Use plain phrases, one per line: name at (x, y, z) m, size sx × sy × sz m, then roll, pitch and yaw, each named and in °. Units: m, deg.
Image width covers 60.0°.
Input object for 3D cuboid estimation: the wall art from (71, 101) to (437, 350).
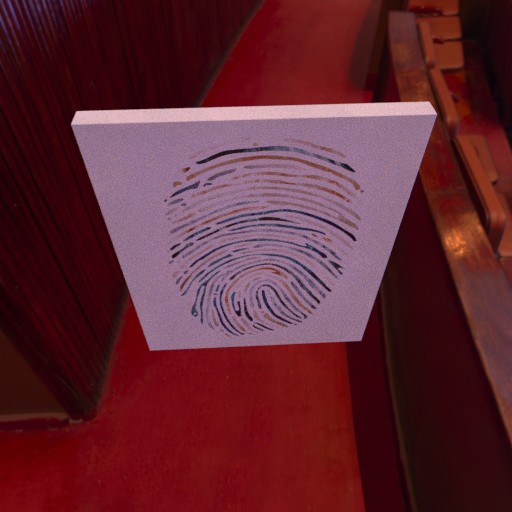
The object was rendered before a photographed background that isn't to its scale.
wall art at (0.000, 0.000, 0.851) m, size 0.508 × 0.606 × 0.037 m, roll -2°, pitch 48°, yaw -2°
